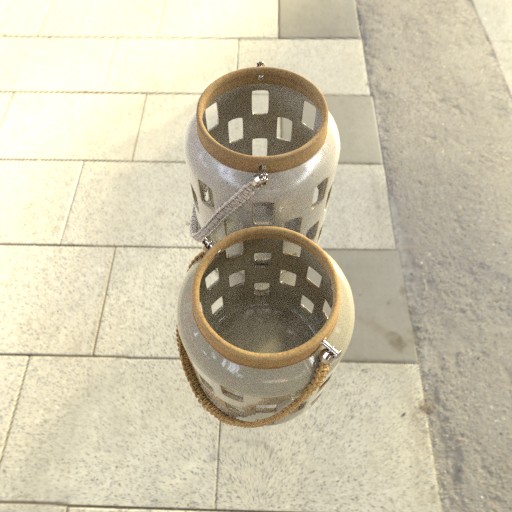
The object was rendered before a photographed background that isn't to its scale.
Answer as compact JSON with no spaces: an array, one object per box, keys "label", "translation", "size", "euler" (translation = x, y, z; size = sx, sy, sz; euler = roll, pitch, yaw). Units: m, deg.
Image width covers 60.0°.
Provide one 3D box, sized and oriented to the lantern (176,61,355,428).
[{"label":"lantern","translation":[0.000,0.000,0.493],"size":[0.184,0.255,0.347],"euler":[-1,60,0]}]
